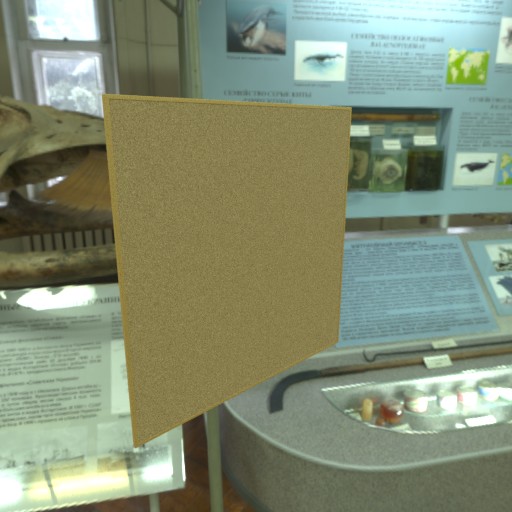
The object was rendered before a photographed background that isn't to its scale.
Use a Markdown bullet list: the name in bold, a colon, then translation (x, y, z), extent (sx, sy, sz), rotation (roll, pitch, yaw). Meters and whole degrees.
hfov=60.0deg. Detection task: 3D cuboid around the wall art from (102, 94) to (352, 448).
- **wall art**: translation (0.000, 0.000, 1.462), extent (0.962, 0.959, 0.013), rotation (-15, 22, -41)
